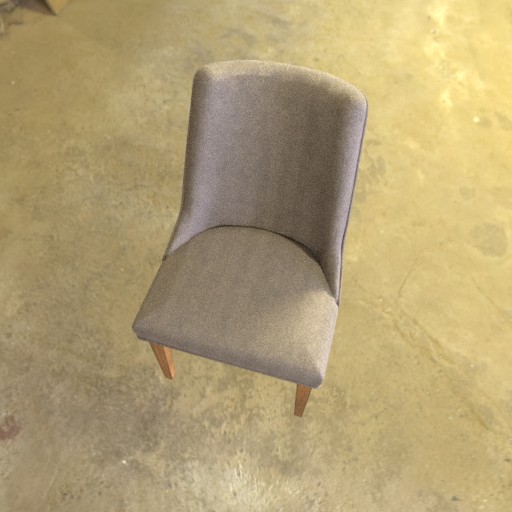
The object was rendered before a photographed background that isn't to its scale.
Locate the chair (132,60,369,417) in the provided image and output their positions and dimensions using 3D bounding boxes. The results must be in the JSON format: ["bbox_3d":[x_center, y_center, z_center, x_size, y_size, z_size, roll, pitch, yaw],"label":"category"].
[{"bbox_3d":[0.000,0.000,1.335,0.548,0.916,0.636,14,59,8],"label":"chair"}]
